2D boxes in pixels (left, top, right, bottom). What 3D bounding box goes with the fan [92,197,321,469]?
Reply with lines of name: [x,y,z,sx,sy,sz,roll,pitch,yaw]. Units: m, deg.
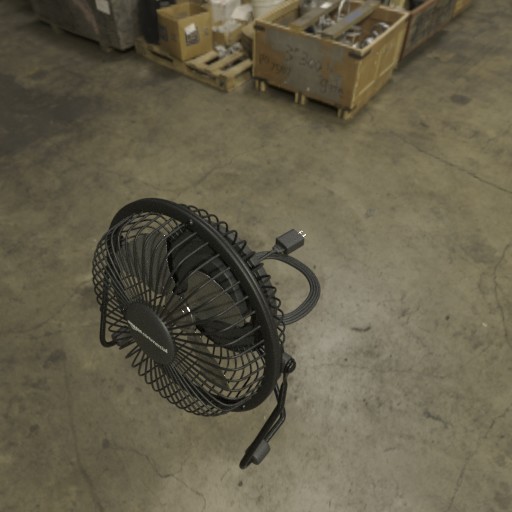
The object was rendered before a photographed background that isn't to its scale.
fan: [0.000,0.000,0.300,0.153,0.152,0.202,31,55,26]
